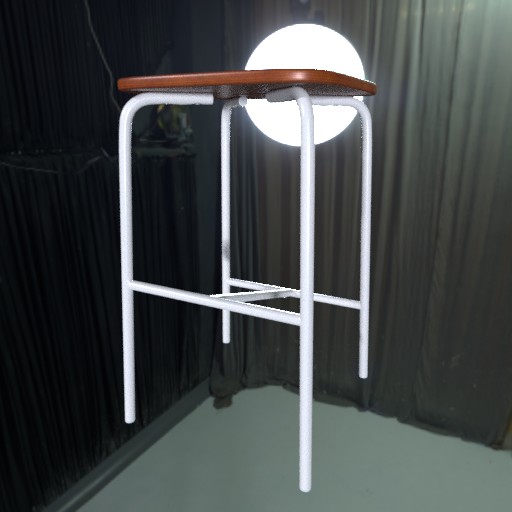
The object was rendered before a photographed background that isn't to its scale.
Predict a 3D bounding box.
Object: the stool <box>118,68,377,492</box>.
[{"bbox_3d":[0.000,0.000,0.835,0.376,0.610,0.376,8,19,26],"label":"stool"}]
